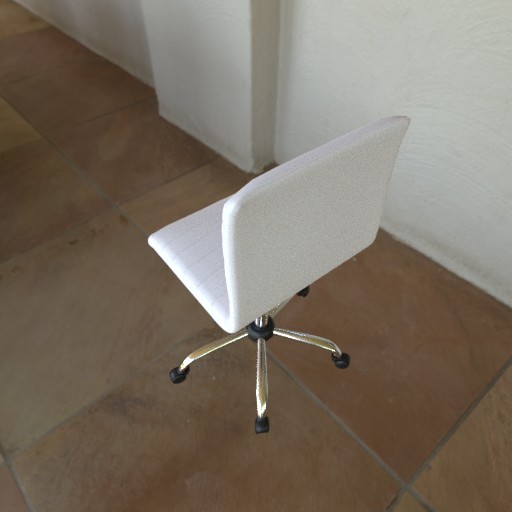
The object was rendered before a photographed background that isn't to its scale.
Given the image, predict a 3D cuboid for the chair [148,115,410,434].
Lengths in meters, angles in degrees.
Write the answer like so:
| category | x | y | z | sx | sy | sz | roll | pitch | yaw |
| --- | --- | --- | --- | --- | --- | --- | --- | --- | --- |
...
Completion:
| category | x | y | z | sx | sy | sz | roll | pitch | yaw |
| --- | --- | --- | --- | --- | --- | --- | --- | --- | --- |
| chair | 0.000 | 0.000 | 1.030 | 0.520 | 0.750 | 0.455 | -30 | 53 | -25 |
